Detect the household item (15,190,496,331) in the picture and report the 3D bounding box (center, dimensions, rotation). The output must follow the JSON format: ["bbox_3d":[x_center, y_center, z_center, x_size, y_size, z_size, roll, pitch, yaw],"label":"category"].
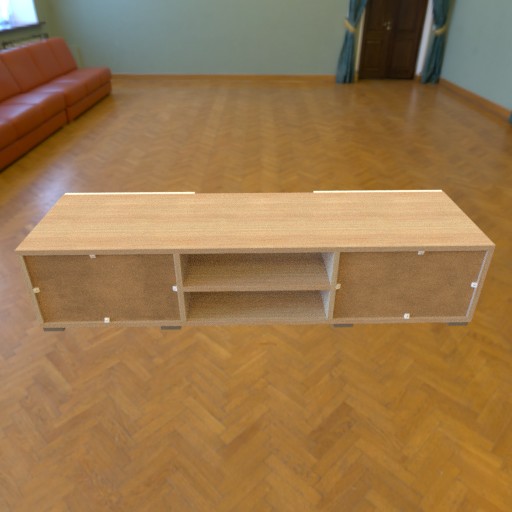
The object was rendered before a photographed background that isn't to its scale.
[{"bbox_3d":[0.000,0.000,1.549,1.400,0.310,0.420,-1,31,-1],"label":"household item"}]
